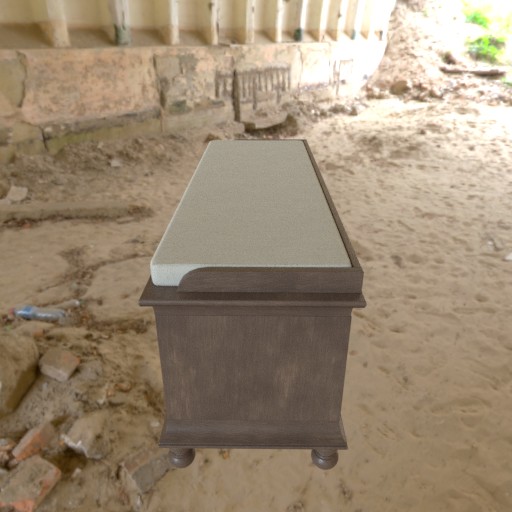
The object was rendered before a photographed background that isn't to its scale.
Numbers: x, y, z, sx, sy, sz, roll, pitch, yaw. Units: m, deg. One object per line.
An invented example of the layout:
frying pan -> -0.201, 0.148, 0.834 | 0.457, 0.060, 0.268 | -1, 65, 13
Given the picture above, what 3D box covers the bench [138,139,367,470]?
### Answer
bench -> 0.000, 0.000, 1.398 | 0.402, 0.501, 1.185 | 0, 26, 1
